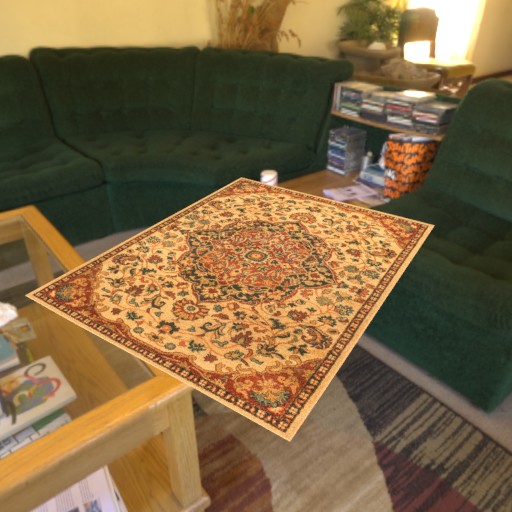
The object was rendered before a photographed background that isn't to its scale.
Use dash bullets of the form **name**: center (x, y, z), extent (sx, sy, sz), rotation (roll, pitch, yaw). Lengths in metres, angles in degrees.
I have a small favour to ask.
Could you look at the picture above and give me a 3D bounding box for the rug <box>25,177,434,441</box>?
- **rug**: center (0.000, 0.000, 4.103), extent (2.454, 0.005, 3.067), rotation (19, 36, 28)
